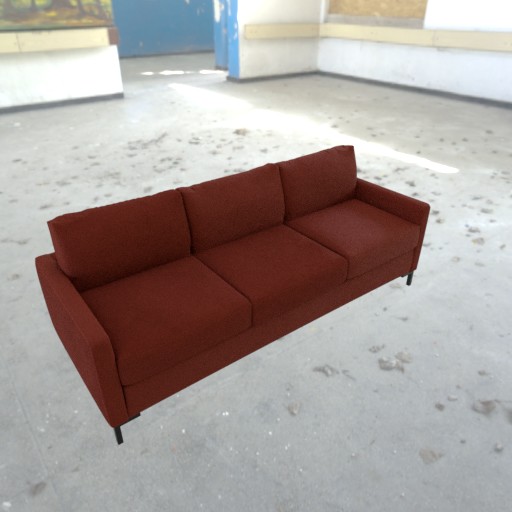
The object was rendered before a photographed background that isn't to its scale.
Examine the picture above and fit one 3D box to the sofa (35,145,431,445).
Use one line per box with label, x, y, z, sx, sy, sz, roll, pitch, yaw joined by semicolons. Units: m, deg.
sofa;0.000;0.000;2.653;2.252;0.879;0.875;-21;36;-31
